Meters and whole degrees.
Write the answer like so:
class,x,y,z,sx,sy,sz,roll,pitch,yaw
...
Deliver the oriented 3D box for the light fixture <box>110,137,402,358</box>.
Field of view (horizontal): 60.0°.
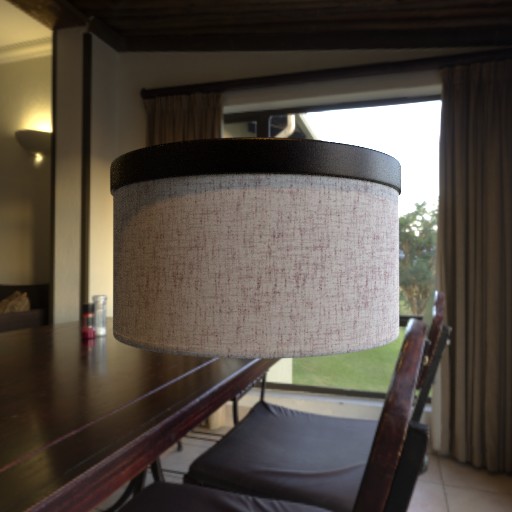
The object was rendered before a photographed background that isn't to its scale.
class,x,y,z,sx,sy,sz,roll,pitch,yaw
light fixture,0.000,0.000,0.622,0.389,0.229,0.389,0,0,0
